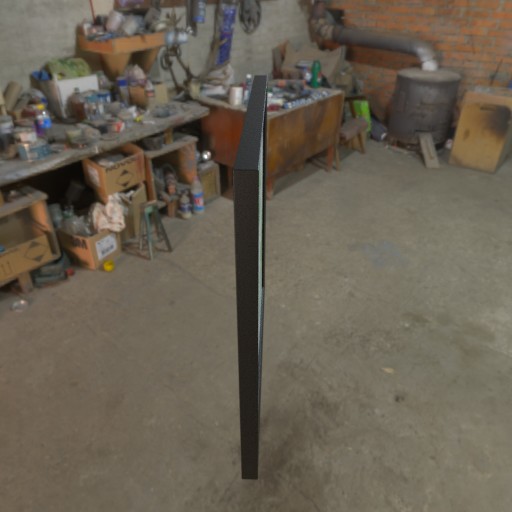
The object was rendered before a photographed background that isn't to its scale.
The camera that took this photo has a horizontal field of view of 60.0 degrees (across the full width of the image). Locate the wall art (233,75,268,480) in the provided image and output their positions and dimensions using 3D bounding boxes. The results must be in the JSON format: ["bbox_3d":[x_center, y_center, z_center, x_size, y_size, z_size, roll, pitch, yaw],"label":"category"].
[{"bbox_3d":[0.000,0.000,1.167,0.038,0.765,0.765,1,32,2],"label":"wall art"}]
